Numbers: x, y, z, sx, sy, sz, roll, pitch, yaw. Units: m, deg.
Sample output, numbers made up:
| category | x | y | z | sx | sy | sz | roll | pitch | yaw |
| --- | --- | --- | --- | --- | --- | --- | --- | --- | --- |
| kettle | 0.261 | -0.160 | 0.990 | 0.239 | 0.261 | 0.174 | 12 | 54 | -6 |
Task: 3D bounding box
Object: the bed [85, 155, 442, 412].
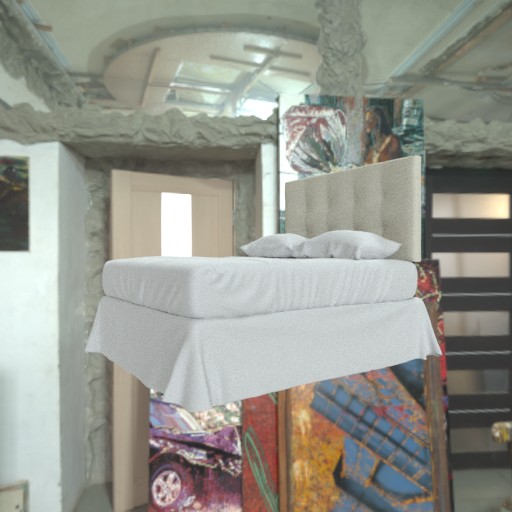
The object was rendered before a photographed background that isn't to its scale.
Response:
| category | x | y | z | sx | sy | sz | roll | pitch | yaw |
| --- | --- | --- | --- | --- | --- | --- | --- | --- | --- |
| bed | 0.000 | 0.000 | 3.548 | 2.222 | 1.577 | 1.936 | 0 | 1 | -35 |
